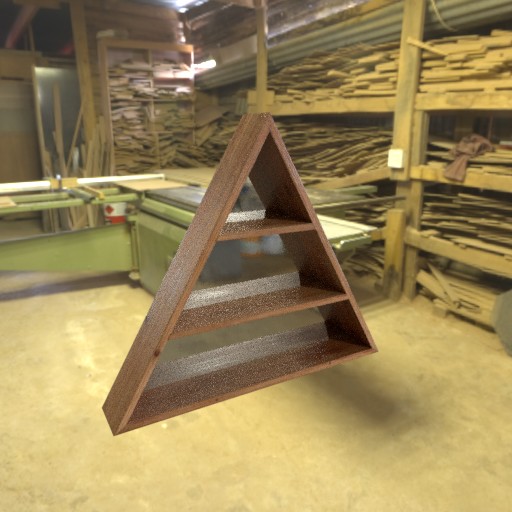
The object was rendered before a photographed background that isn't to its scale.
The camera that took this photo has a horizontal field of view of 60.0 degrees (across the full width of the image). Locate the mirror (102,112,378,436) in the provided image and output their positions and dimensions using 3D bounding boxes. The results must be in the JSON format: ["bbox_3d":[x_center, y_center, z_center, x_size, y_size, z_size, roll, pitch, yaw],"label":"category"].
[{"bbox_3d":[0.000,0.000,0.893,0.631,0.548,0.100,-9,18,-28],"label":"mirror"}]
